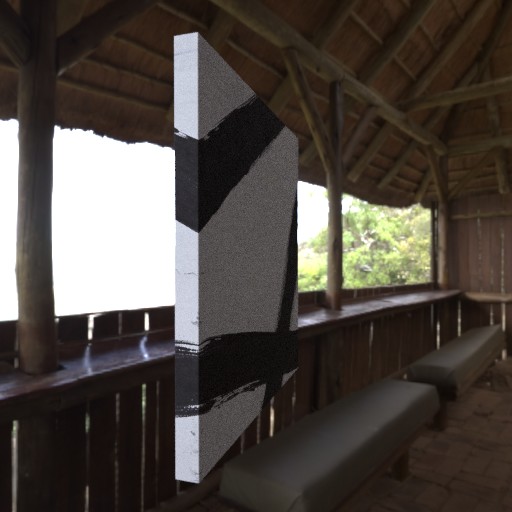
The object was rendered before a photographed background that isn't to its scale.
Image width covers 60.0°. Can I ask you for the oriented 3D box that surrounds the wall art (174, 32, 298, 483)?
[{"bbox_3d":[0.000,0.000,1.120,0.046,0.765,0.765,0,1,18],"label":"wall art"}]
